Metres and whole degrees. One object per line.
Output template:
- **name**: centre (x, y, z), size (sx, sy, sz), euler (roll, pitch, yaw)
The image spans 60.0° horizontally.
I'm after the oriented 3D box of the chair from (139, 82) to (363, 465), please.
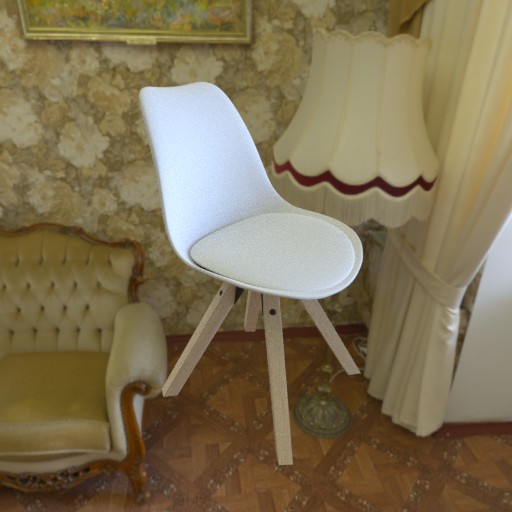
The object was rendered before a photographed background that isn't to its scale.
- **chair**: centre (0.000, 0.000, 1.204), size (0.550, 0.850, 0.485), euler (17, 30, 32)
